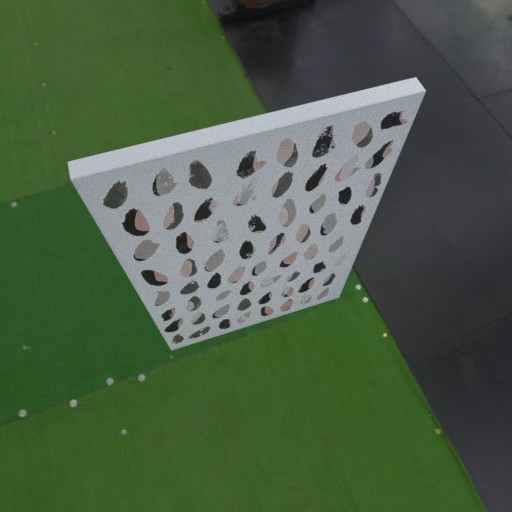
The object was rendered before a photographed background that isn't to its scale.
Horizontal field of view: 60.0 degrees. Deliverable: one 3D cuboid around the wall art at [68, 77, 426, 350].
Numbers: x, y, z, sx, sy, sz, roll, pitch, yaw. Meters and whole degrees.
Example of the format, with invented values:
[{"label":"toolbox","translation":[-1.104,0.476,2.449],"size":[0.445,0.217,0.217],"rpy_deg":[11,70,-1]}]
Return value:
[{"label":"wall art","translation":[0.000,0.000,1.133],"size":[0.610,0.916,0.037],"rpy_deg":[-16,63,-9]}]
